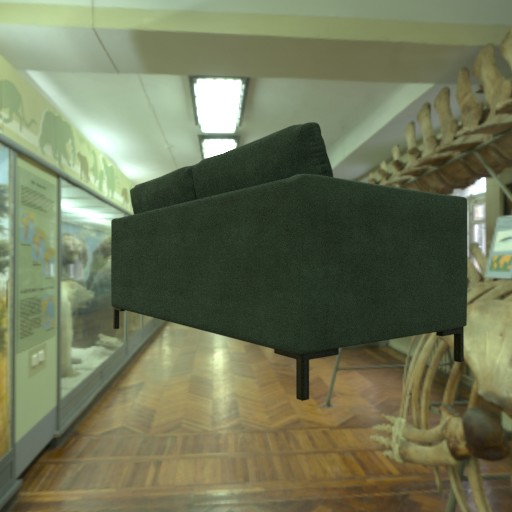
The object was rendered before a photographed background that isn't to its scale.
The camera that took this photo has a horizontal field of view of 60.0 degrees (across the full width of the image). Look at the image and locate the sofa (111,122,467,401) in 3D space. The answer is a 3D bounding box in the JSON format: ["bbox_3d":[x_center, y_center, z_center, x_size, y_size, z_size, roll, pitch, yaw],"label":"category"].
[{"bbox_3d":[0.000,0.000,2.118,0.875,0.817,1.676,0,-1,-36],"label":"sofa"}]
